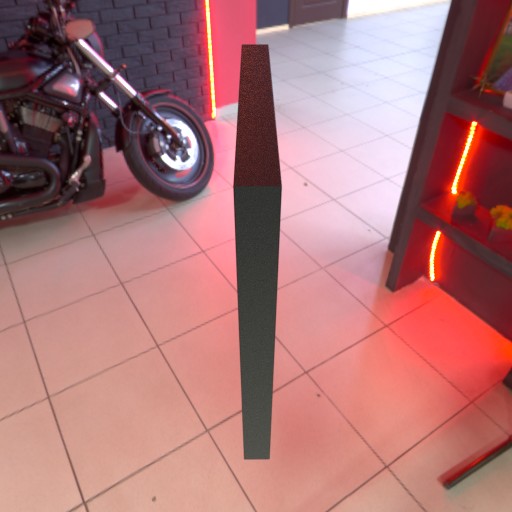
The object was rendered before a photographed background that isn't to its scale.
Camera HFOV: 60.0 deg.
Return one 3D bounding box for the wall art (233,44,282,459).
[{"bbox_3d":[0.000,0.000,0.504,0.030,0.369,0.294,0,41,0],"label":"wall art"}]
